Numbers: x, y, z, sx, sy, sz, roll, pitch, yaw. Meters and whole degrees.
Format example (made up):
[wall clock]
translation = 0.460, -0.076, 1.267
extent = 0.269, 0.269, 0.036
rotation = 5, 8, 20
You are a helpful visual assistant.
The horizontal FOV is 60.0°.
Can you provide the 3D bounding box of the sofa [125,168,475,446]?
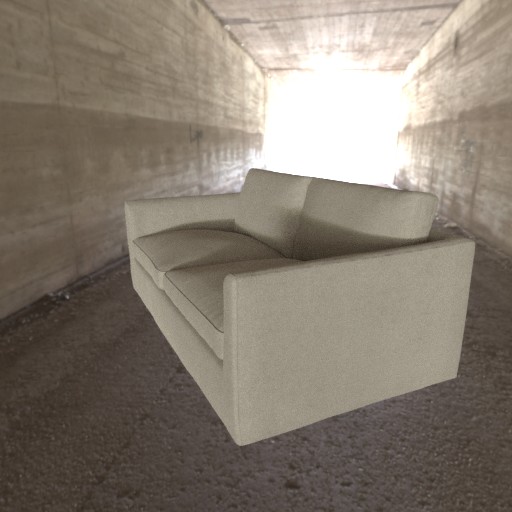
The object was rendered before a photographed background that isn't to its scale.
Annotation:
[sofa]
translation = 0.000, 0.000, 2.447
extent = 1.091, 0.839, 1.905
rotation = -7, 17, -25
